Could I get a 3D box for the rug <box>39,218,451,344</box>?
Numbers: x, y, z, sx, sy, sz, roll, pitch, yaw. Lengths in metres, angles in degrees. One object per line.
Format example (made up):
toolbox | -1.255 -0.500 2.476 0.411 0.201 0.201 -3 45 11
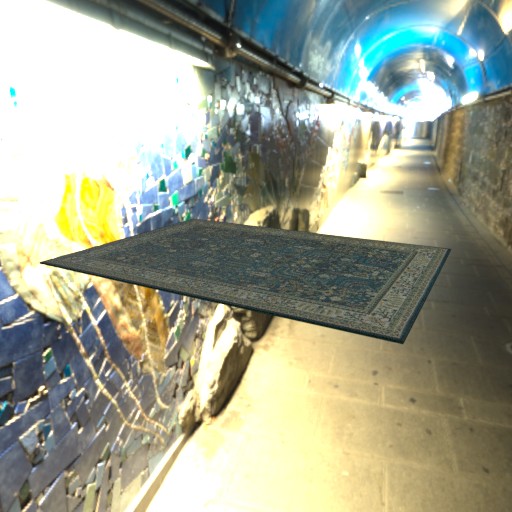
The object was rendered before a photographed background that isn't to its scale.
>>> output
rug | 0.000 0.000 2.922 2.213 0.013 1.594 9 18 28
